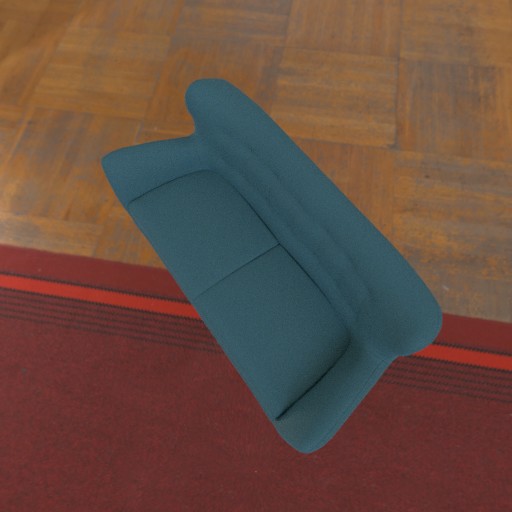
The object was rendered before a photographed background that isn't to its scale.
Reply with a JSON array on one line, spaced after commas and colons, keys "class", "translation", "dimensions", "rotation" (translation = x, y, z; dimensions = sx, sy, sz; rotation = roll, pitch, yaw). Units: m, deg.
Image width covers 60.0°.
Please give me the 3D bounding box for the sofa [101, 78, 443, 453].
[{"class": "sofa", "translation": [0.000, 0.000, 2.465], "dimensions": [0.889, 0.890, 1.930], "rotation": [-33, 68, -15]}]
